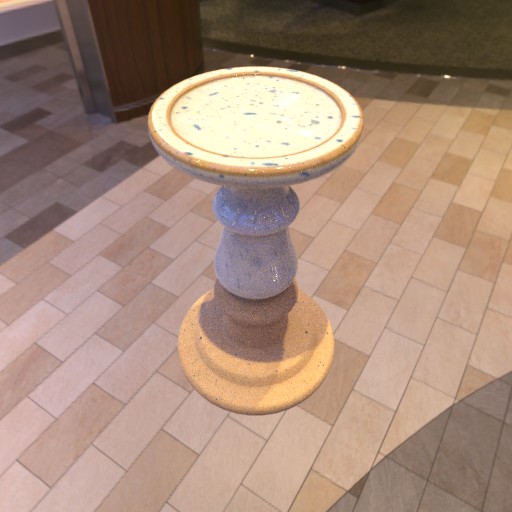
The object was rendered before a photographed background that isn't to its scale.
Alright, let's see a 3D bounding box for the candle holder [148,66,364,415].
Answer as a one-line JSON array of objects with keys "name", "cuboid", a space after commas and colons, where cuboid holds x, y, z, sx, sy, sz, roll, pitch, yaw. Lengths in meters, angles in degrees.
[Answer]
[{"name": "candle holder", "cuboid": [0.000, 0.000, 0.285, 0.123, 0.202, 0.123, 0, 45, 0]}]
